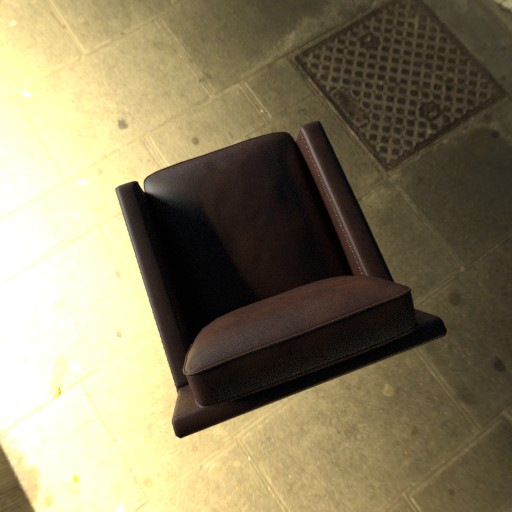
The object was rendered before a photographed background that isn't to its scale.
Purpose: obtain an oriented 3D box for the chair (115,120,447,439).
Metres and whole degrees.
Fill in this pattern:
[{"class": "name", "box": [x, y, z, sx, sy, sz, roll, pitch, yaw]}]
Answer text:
[{"class": "chair", "box": [0.000, 0.000, 1.717, 0.853, 0.929, 1.014, -20, 76, -5]}]
